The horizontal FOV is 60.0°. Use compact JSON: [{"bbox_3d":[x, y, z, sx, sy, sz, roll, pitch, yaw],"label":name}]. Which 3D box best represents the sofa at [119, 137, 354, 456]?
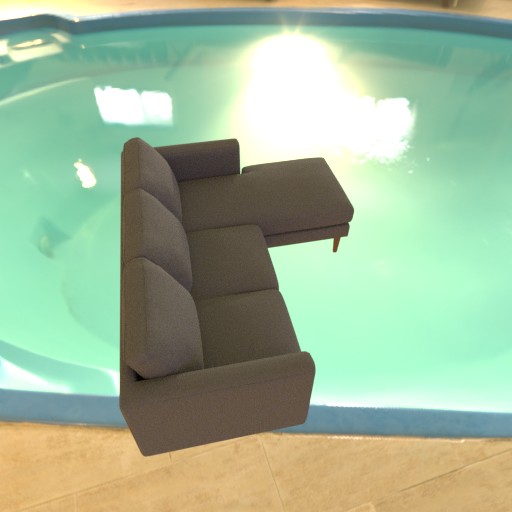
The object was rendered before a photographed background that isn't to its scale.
[{"bbox_3d":[0.000,0.000,2.829,1.591,0.897,2.031,-9,46,-8],"label":"sofa"}]
